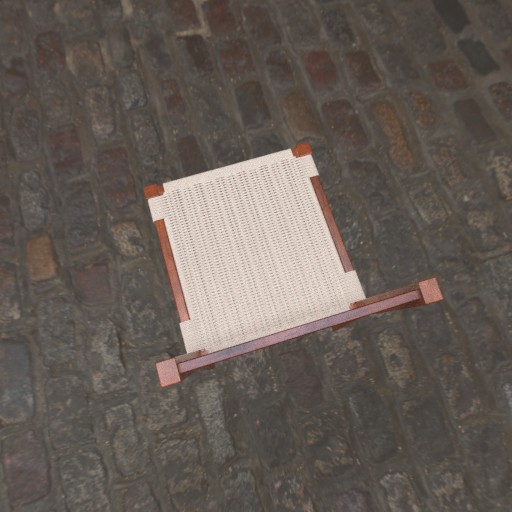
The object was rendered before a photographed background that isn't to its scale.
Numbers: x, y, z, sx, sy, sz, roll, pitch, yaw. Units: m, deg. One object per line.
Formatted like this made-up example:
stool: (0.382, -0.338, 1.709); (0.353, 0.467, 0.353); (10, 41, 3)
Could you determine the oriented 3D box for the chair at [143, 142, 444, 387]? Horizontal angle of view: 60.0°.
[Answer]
chair: (0.000, 0.000, 1.207); (0.495, 0.851, 0.569); (-16, 74, -5)
